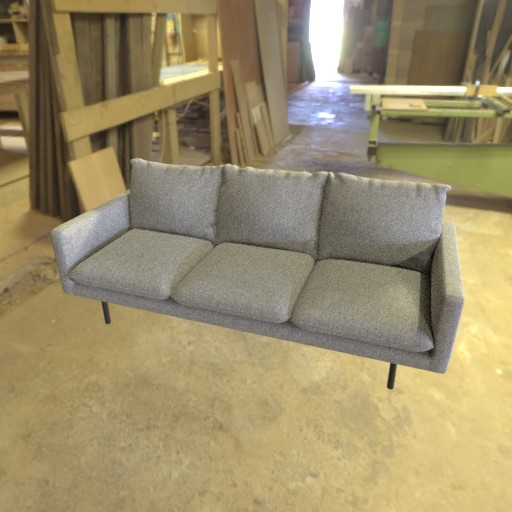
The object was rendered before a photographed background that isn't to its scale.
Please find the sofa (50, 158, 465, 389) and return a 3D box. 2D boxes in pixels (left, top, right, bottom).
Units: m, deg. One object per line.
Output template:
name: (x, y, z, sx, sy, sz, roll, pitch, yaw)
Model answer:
sofa: (0.000, 0.000, 2.408, 2.000, 0.830, 0.850, 9, 28, 17)
